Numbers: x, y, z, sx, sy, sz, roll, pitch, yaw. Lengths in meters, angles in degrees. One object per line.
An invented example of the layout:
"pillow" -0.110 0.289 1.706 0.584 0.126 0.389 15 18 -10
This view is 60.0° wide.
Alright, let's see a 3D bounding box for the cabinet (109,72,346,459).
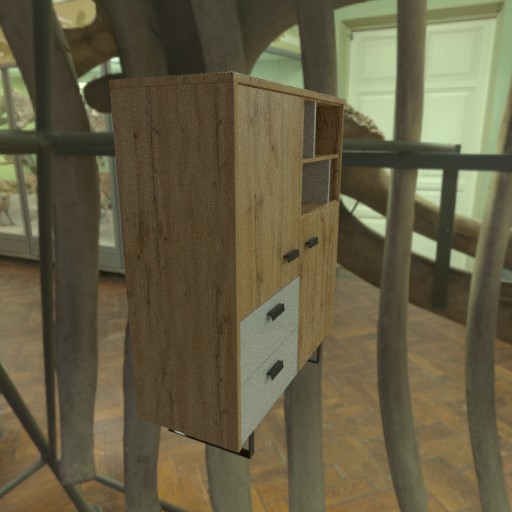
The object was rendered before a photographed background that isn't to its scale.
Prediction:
"cabinet" 0.000 0.000 2.004 0.473 1.397 1.168 7 17 25
